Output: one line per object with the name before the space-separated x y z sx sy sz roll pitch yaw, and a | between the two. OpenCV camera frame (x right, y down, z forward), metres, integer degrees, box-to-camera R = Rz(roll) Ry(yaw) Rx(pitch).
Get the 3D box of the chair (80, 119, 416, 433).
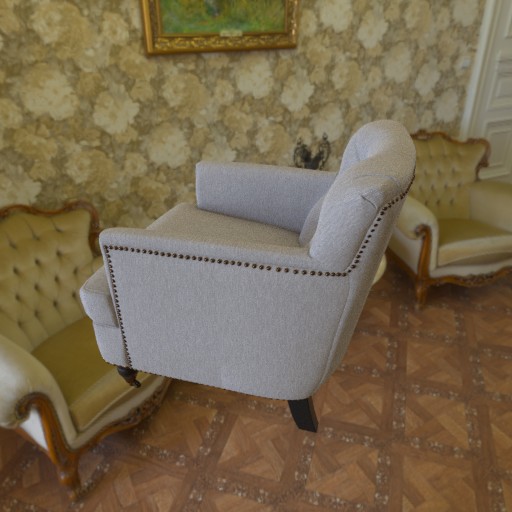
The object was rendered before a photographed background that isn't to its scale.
chair | 0.000 0.000 1.485 0.902 0.823 0.737 8 29 14
